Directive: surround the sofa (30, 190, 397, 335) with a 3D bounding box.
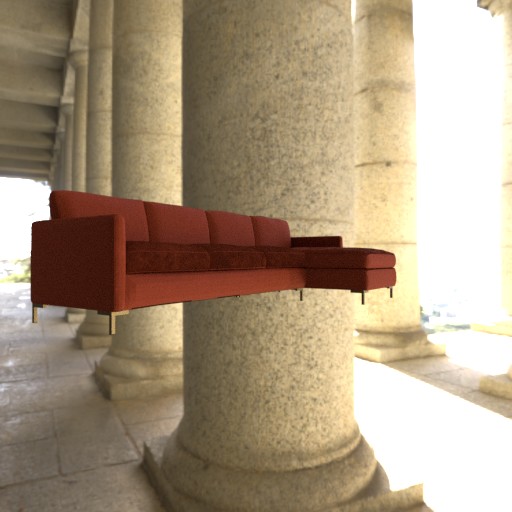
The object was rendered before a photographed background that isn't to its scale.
[{"bbox_3d":[0.000,0.000,3.477,1.350,0.810,2.932,0,0,34],"label":"sofa"}]
